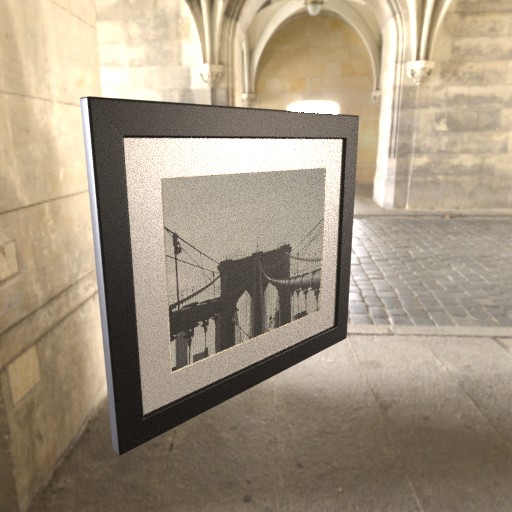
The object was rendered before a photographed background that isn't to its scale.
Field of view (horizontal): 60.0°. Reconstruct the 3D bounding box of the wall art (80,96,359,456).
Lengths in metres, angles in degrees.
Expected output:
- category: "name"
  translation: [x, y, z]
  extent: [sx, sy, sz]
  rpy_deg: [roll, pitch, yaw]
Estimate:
- category: "wall art"
  translation: [0.000, 0.000, 0.712]
  extent: [0.521, 0.450, 0.018]
  rpy_deg: [-14, 20, -43]
